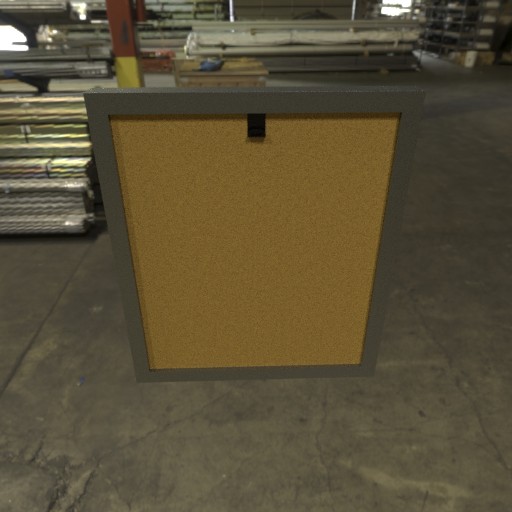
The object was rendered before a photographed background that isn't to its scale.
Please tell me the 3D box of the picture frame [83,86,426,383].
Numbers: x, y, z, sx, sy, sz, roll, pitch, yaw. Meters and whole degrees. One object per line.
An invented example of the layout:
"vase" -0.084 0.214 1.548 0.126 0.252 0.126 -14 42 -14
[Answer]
"picture frame" 0.000 0.000 1.355 0.839 0.968 0.073 -1 30 -2
